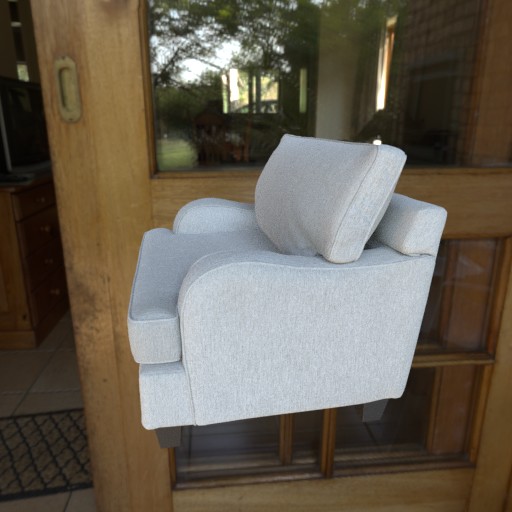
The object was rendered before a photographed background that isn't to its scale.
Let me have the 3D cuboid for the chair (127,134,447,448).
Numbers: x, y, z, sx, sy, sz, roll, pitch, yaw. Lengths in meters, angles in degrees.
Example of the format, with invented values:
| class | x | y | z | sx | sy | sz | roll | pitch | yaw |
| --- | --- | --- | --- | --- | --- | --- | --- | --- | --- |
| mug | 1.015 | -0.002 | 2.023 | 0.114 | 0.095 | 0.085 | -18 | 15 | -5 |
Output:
| class | x | y | z | sx | sy | sz | roll | pitch | yaw |
| --- | --- | --- | --- | --- | --- | --- | --- | --- | --- |
| chair | 0.000 | 0.000 | 1.971 | 1.041 | 1.016 | 1.220 | -3 | 17 | -11 |
